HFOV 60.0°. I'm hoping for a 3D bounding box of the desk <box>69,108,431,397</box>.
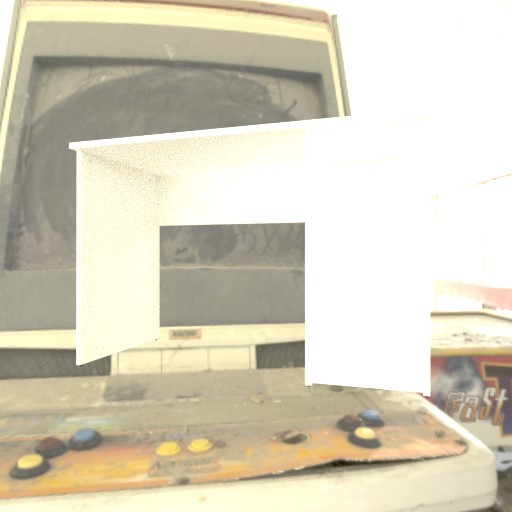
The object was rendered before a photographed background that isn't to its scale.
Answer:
[{"bbox_3d":[0.000,0.000,1.539,1.097,0.735,0.560,0,0,18],"label":"desk"}]
